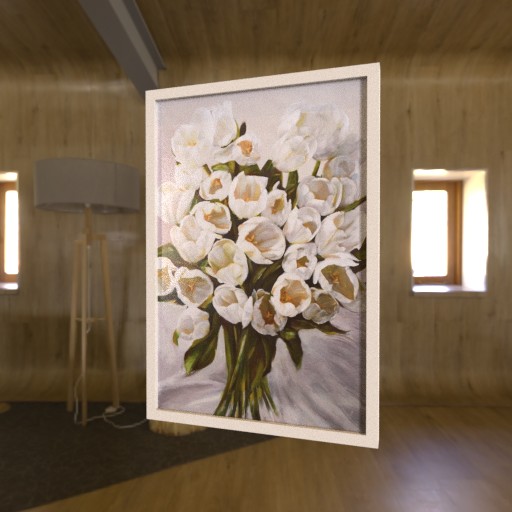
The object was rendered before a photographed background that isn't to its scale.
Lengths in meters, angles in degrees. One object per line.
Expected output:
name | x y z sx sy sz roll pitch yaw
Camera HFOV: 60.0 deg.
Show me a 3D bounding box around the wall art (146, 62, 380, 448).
wall art | 0.000 0.000 0.840 0.450 0.657 0.038 0 1 17
